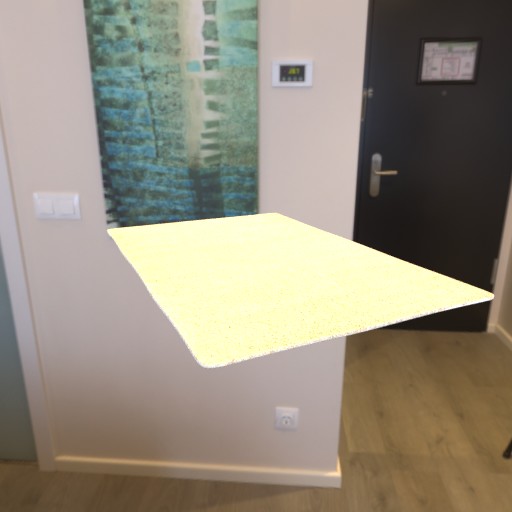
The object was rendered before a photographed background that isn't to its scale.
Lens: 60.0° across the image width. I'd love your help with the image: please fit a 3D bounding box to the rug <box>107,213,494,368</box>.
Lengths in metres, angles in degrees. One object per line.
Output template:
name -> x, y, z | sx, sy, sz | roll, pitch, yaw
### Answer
rug -> 0.000, 0.000, 3.355 | 1.798, 0.025, 2.698 | -8, 19, -25
